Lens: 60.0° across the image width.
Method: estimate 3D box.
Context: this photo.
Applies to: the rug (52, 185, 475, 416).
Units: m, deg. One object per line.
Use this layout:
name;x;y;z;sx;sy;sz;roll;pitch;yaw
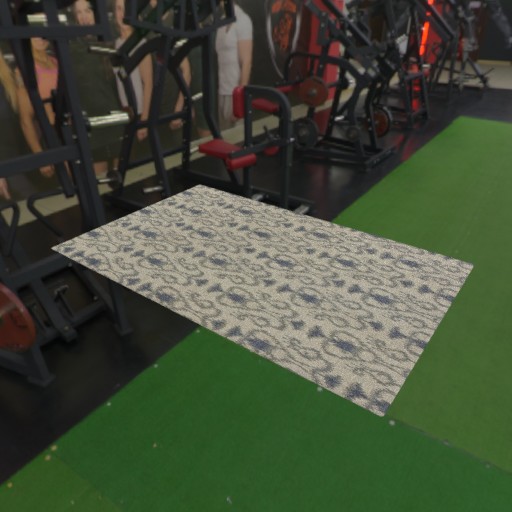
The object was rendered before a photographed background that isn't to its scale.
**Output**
rug;0.000;0.000;2.032;1.652;0.006;1.035;20;36;31
